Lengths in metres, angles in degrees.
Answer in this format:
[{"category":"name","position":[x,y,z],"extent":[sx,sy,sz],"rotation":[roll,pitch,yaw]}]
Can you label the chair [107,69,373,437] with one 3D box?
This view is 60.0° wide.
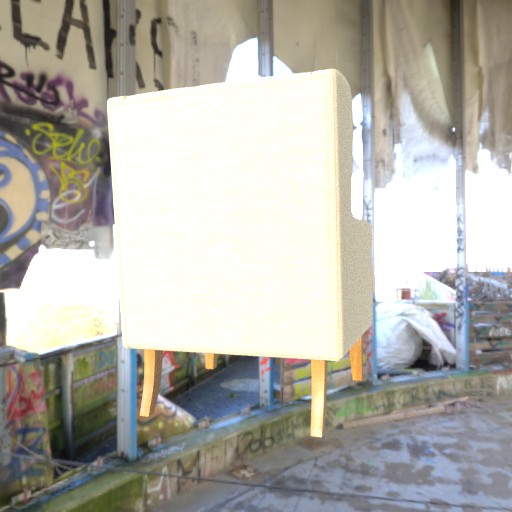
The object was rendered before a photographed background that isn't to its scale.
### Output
[{"category":"chair","position":[0.000,0.000,1.463],"extent":[0.710,0.930,0.760],"rotation":[0,-1,18]}]
